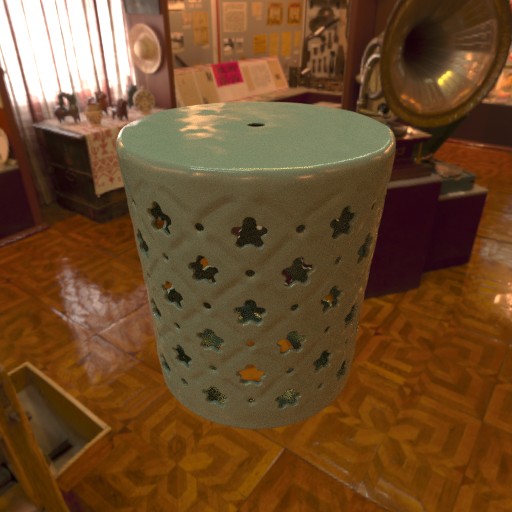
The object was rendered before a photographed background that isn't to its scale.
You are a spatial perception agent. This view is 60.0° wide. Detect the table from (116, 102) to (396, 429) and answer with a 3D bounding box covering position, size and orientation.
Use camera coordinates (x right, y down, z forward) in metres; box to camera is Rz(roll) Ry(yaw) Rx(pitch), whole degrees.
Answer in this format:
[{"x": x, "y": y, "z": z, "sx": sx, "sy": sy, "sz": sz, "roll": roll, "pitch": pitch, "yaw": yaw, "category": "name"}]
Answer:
[{"x": 0.000, "y": 0.000, "z": 0.662, "sx": 0.352, "sy": 0.387, "sz": 0.352, "roll": 0, "pitch": 30, "yaw": 0, "category": "table"}]
